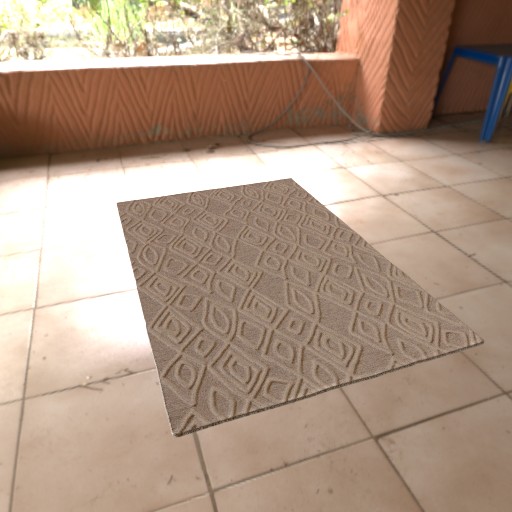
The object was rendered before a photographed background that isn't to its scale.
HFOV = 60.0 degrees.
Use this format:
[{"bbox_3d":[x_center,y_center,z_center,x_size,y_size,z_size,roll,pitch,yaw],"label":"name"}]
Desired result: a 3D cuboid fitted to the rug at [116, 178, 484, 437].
[{"bbox_3d":[0.000,0.000,2.267,1.224,0.016,1.832,-11,33,-17],"label":"rug"}]
